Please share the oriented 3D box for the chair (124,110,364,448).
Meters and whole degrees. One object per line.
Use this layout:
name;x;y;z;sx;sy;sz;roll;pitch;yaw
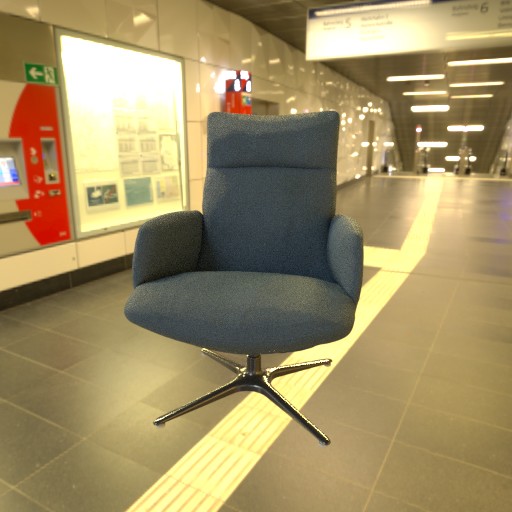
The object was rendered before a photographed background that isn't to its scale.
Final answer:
chair;0.000;0.000;1.557;0.711;1.016;0.889;3;15;10
